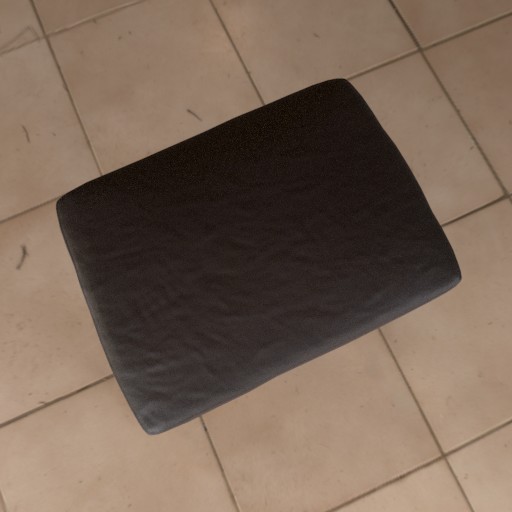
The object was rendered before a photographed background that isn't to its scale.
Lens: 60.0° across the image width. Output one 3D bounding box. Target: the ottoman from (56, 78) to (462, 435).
[{"bbox_3d":[0.000,0.000,1.279,0.887,0.529,0.659,-25,78,-6],"label":"ottoman"}]
